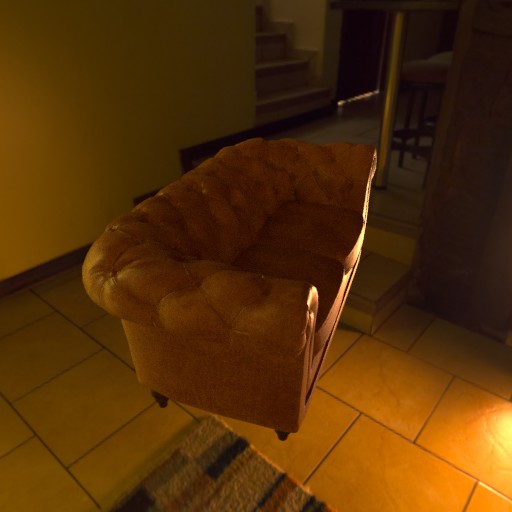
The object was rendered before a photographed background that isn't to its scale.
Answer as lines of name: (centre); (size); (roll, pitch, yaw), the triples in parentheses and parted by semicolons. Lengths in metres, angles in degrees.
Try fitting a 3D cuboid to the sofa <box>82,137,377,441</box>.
sofa: (0.000, 0.000, 2.463); (1.042, 0.877, 1.979); (11, 31, 18)
